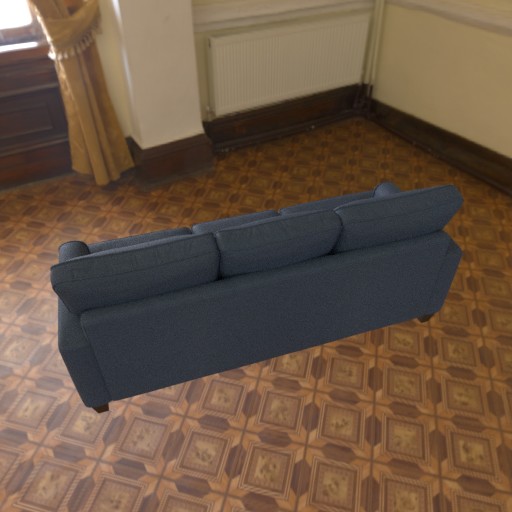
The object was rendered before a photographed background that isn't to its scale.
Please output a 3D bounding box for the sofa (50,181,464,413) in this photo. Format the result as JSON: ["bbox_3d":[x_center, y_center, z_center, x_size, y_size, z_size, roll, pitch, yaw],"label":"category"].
[{"bbox_3d":[0.000,0.000,2.597,2.158,0.965,0.951,-12,42,-14],"label":"sofa"}]
